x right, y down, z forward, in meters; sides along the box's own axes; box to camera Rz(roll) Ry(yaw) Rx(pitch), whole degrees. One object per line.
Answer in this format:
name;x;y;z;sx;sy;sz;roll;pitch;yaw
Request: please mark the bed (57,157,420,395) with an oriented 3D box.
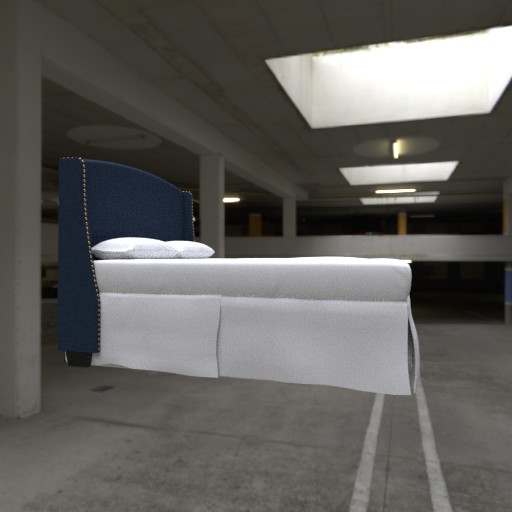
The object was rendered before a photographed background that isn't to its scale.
bed;0.000;0.000;3.265;2.223;1.402;1.604;0;0;18
